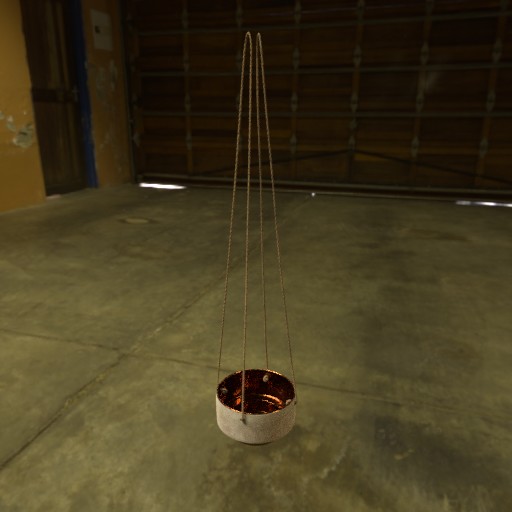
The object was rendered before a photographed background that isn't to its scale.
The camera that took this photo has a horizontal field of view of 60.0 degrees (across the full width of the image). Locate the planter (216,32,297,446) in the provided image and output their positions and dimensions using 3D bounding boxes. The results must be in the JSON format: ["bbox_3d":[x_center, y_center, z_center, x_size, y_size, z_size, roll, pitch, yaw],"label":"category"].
[{"bbox_3d":[0.000,0.000,1.127,0.223,1.030,0.223,-8,18,-26],"label":"planter"}]
